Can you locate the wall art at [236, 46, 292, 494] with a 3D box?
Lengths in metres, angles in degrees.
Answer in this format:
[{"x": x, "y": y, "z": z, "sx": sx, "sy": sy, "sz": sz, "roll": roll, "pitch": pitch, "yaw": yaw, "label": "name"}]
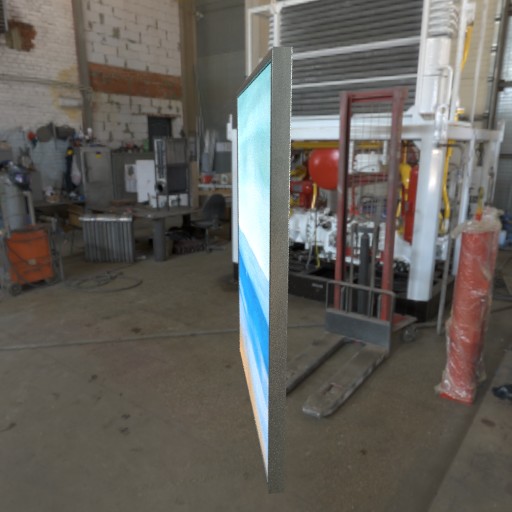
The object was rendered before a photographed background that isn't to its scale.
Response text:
[{"x": 0.000, "y": 0.000, "z": 1.400, "sx": 0.041, "sy": 1.062, "sz": 0.803, "roll": -2, "pitch": 14, "yaw": -7, "label": "wall art"}]
